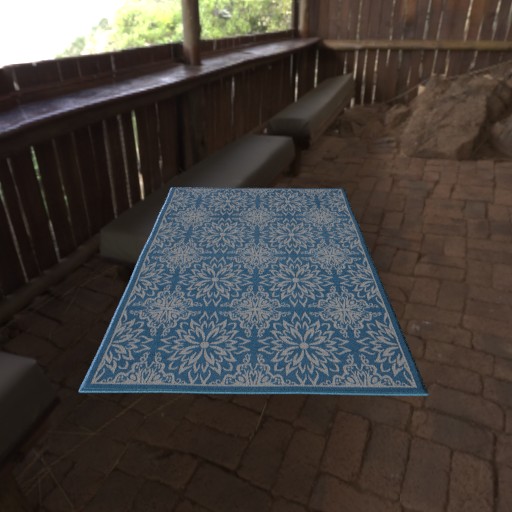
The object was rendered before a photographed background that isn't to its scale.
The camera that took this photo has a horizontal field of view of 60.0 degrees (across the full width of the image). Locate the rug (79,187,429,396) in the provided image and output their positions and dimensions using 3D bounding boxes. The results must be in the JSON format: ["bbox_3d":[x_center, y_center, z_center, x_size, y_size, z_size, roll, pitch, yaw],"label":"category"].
[{"bbox_3d":[0.000,0.000,3.497,1.830,0.018,2.769,0,31,1],"label":"rug"}]
